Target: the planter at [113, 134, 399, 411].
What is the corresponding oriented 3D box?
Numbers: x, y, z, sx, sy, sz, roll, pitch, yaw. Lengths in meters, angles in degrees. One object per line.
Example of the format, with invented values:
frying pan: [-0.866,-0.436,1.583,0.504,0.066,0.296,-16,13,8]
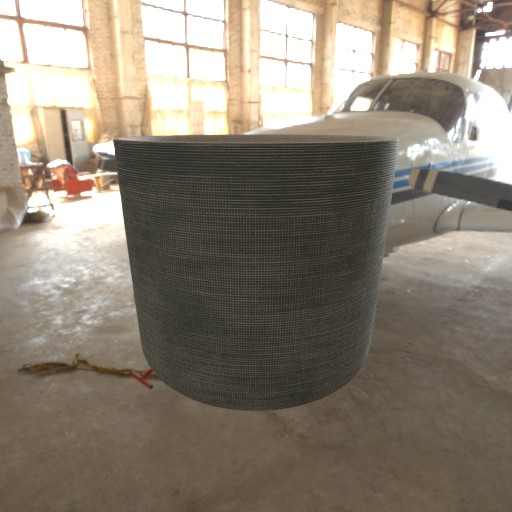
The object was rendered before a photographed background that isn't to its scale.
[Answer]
planter: [0.000,0.000,0.770,0.440,0.398,0.440,0,17,0]
